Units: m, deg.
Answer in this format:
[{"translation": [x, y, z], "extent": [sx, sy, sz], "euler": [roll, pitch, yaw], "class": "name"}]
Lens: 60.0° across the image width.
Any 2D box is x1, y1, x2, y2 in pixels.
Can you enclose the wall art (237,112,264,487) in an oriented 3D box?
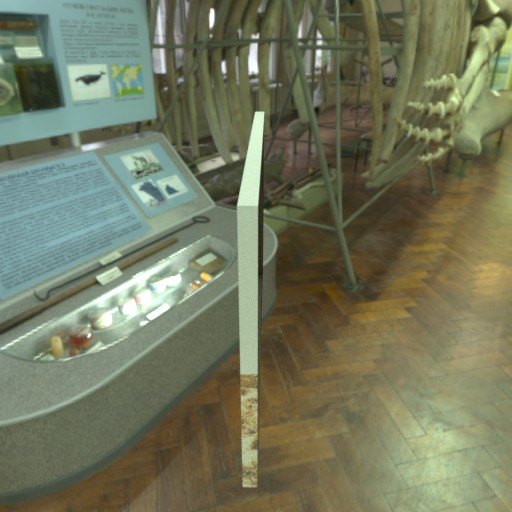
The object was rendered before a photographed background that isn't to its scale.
[{"translation": [0.000, 0.000, 1.972], "extent": [0.051, 1.016, 1.520], "euler": [1, 26, 1], "class": "wall art"}]
